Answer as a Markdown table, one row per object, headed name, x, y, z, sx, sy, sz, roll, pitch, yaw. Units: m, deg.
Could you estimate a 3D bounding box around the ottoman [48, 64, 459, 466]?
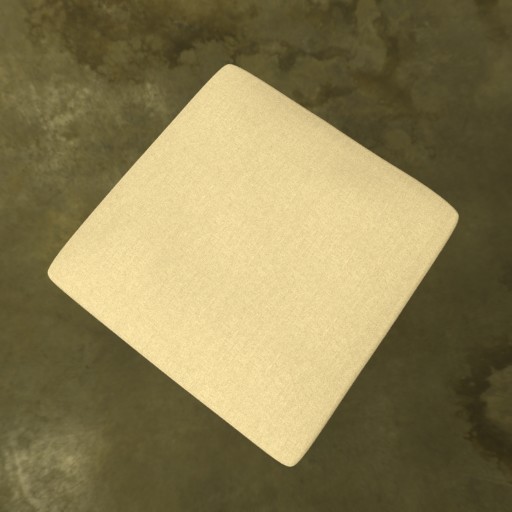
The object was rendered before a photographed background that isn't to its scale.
| name | x | y | z | sx | sy | sz | roll | pitch | yaw |
| --- | --- | --- | --- | --- | --- | --- | --- | --- | --- |
| ottoman | 0.000 | 0.000 | 1.360 | 0.843 | 0.436 | 0.840 | 36 | 79 | 8 |
